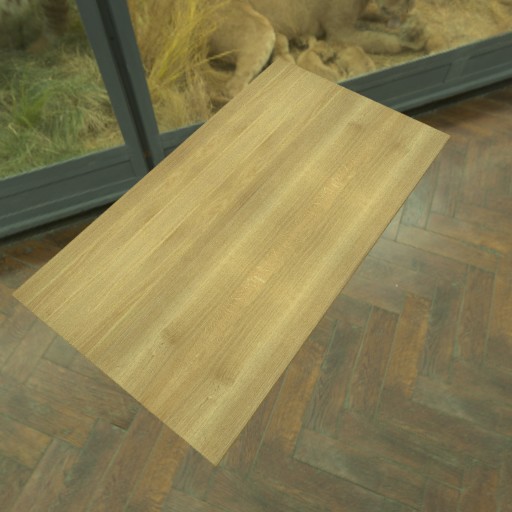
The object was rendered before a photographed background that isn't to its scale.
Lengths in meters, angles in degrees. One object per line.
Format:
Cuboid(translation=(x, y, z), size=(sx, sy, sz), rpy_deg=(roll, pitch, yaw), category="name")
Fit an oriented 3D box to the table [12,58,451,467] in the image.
Cuboid(translation=(0.000, 0.000, 2.031), size=(0.900, 0.750, 1.600), rpy_deg=(32, 64, 18), category="table")
